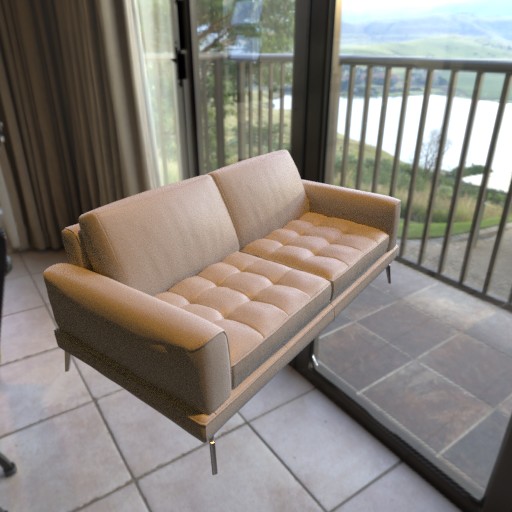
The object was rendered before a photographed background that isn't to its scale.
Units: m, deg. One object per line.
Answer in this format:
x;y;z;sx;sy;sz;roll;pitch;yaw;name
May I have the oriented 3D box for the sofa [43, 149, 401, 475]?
0.000;0.000;2.727;1.121;0.930;2.177;18;31;32;sofa
